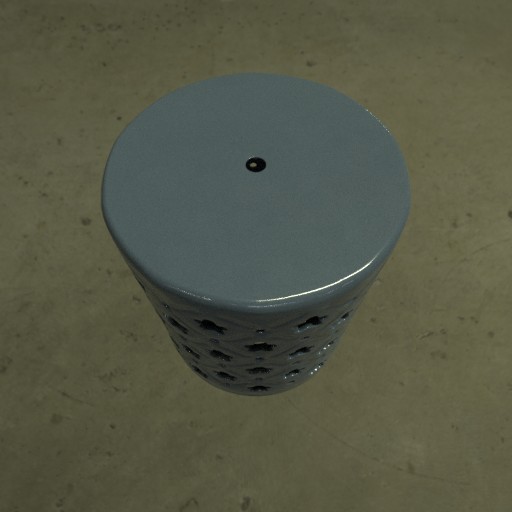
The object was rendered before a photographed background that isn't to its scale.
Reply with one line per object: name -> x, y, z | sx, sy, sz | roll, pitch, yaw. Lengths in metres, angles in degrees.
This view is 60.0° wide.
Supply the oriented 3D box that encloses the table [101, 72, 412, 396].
table -> 0.000, 0.000, 0.661 | 0.352, 0.387, 0.352 | 0, 58, 0
